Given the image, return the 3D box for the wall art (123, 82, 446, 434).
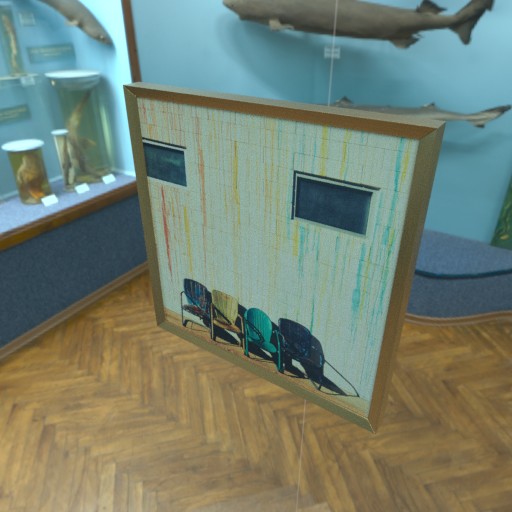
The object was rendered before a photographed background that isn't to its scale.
[{"bbox_3d":[0.000,0.000,0.747,0.505,0.505,0.037,19,35,29],"label":"wall art"}]
